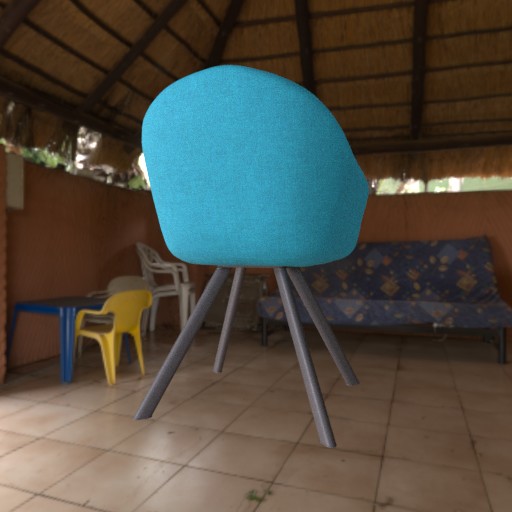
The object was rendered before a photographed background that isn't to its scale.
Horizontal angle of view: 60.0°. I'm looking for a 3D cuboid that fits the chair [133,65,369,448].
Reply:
[{"bbox_3d":[0.000,0.000,1.160,0.545,0.775,0.565,0,0,19],"label":"chair"}]
